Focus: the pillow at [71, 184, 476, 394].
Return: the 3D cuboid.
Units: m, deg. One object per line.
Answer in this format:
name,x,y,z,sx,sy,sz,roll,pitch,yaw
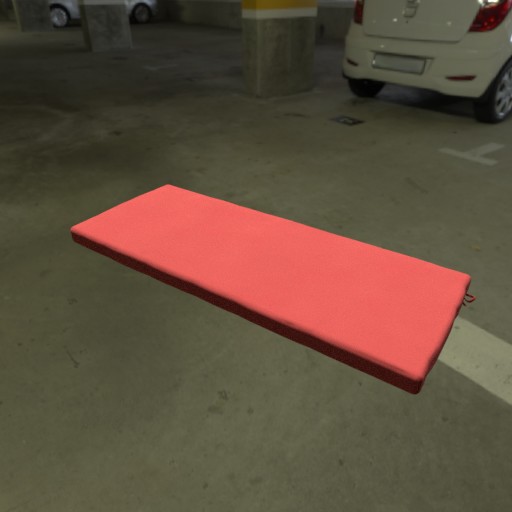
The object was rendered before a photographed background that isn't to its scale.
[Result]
pillow,0.000,0.000,1.344,1.187,0.081,0.492,20,37,29
